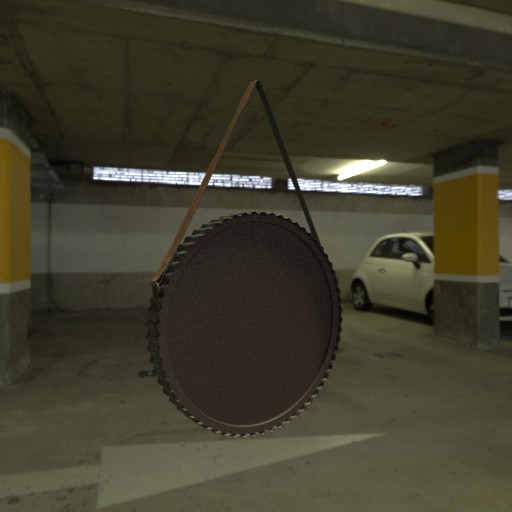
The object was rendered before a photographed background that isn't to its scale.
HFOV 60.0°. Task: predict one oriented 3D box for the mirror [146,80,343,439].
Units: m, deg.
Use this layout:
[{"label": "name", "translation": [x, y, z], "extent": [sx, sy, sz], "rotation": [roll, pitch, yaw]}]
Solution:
[{"label": "mirror", "translation": [0.000, 0.000, 0.717], "extent": [0.355, 0.568, 0.042], "rotation": [0, 0, -35]}]
